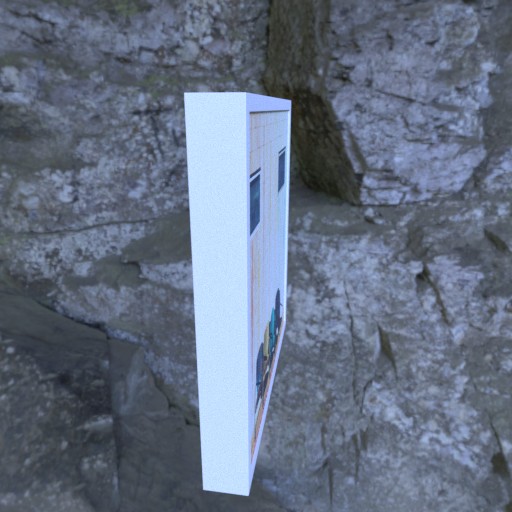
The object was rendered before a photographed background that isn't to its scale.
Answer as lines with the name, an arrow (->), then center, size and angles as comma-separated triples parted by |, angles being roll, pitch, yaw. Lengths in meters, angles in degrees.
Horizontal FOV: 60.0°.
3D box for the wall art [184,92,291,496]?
wall art -> 0.000, 0.000, 0.453 | 0.038, 0.305, 0.305 | 3, 19, 9
